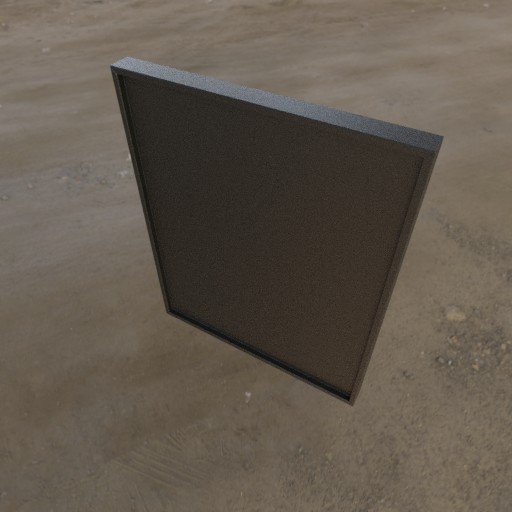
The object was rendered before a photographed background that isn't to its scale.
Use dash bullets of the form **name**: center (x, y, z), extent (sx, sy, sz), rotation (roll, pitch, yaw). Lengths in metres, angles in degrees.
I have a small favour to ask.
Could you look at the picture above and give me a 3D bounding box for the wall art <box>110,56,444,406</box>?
- **wall art**: center (0.000, 0.000, 0.743), extent (0.449, 0.555, 0.039), rotation (22, 49, 21)
